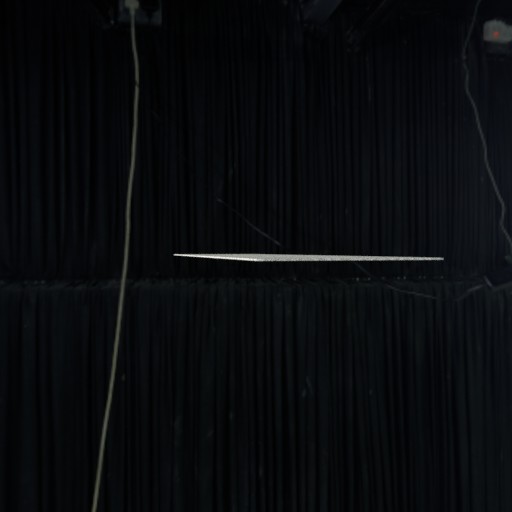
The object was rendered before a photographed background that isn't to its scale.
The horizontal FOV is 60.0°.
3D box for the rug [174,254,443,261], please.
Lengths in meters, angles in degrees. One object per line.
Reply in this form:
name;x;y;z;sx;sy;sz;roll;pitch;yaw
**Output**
rug;0.000;0.000;2.514;0.676;0.008;2.277;0;1;-17
